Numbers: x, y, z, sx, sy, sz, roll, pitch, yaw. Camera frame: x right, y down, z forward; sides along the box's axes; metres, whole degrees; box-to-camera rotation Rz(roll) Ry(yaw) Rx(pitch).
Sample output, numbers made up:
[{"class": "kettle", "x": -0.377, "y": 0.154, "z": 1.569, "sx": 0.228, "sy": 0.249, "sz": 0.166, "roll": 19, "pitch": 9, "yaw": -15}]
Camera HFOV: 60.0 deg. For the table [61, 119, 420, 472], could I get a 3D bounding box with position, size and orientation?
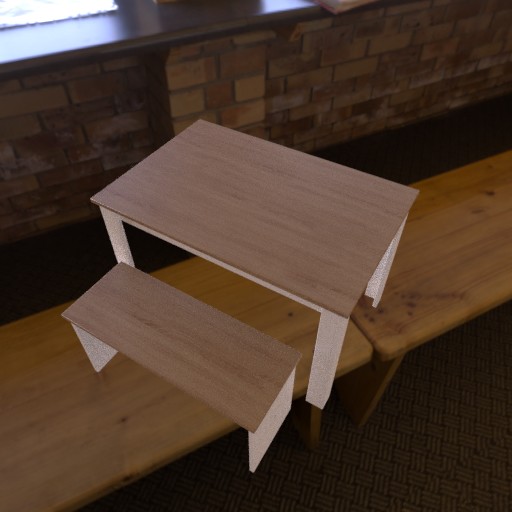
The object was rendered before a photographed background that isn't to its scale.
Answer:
[{"class": "table", "x": 0.000, "y": 0.000, "z": 2.022, "sx": 1.100, "sy": 0.700, "sz": 1.443, "roll": 24, "pitch": 51, "yaw": 21}]
